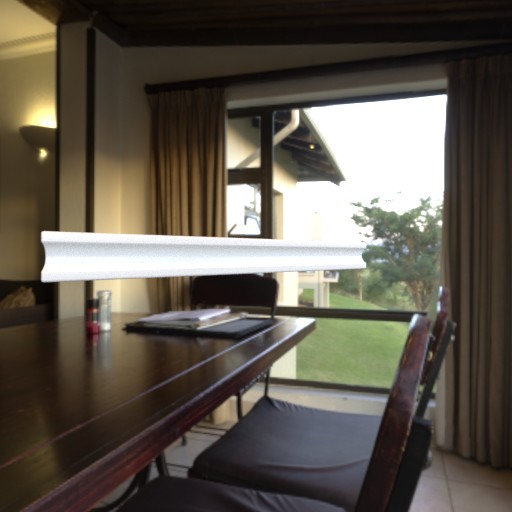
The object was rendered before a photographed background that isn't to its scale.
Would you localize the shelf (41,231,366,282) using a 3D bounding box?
[{"bbox_3d":[0.000,0.000,0.448,0.296,0.035,0.296,0,0,0],"label":"shelf"}]
